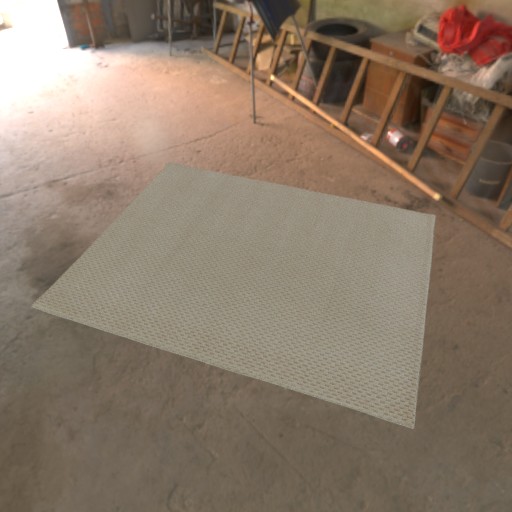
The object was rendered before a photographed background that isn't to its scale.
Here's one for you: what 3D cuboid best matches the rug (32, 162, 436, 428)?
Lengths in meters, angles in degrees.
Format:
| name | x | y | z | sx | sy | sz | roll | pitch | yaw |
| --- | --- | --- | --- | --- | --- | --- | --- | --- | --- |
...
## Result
| name | x | y | z | sx | sy | sz | roll | pitch | yaw |
| --- | --- | --- | --- | --- | --- | --- | --- | --- | --- |
| rug | 0.000 | 0.000 | 3.870 | 2.897 | 0.035 | 2.277 | 14 | 45 | 14 |
